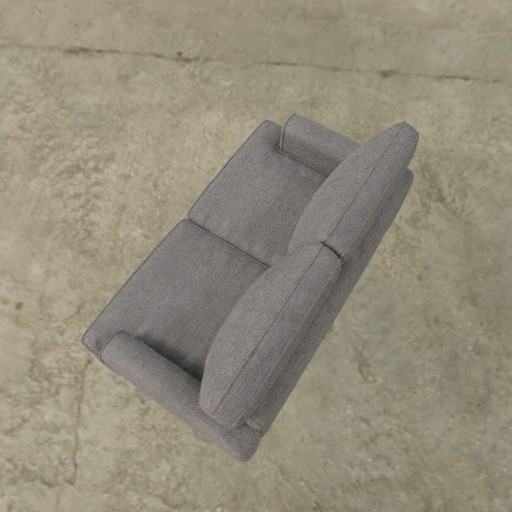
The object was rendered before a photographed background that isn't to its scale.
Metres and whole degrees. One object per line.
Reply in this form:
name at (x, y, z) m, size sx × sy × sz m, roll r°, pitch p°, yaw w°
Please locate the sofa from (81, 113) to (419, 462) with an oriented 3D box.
sofa at (0.000, 0.000, 2.214) m, size 0.965 × 0.965 × 1.651 m, roll 30°, pitch 68°, yaw 14°
